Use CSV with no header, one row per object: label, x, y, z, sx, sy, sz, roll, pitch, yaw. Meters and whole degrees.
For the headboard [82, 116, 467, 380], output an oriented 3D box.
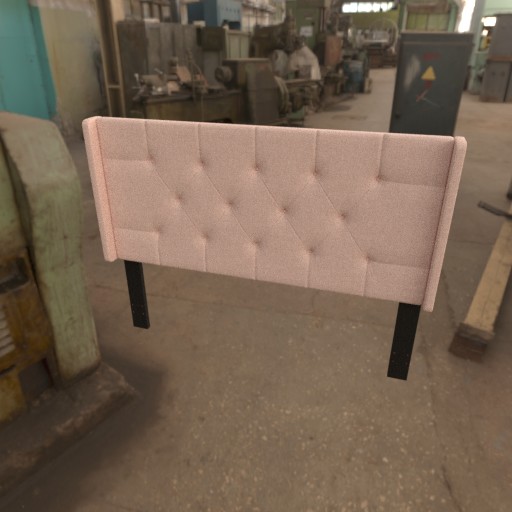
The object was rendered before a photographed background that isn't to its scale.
headboard,0.000,0.000,2.680,2.051,1.524,0.184,8,27,16
